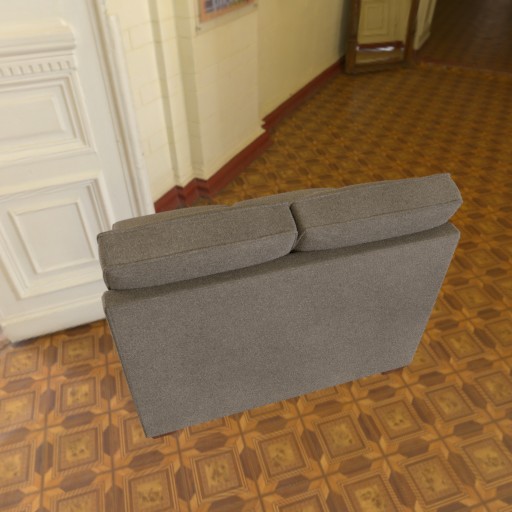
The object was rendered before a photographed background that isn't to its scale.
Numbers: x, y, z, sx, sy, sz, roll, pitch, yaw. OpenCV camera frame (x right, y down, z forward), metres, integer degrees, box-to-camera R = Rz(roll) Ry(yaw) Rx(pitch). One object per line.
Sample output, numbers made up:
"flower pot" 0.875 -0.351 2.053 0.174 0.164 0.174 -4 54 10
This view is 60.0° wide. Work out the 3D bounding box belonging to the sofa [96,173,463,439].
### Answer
"sofa" 0.000 0.000 1.973 1.237 1.008 0.951 -11 41 -13
